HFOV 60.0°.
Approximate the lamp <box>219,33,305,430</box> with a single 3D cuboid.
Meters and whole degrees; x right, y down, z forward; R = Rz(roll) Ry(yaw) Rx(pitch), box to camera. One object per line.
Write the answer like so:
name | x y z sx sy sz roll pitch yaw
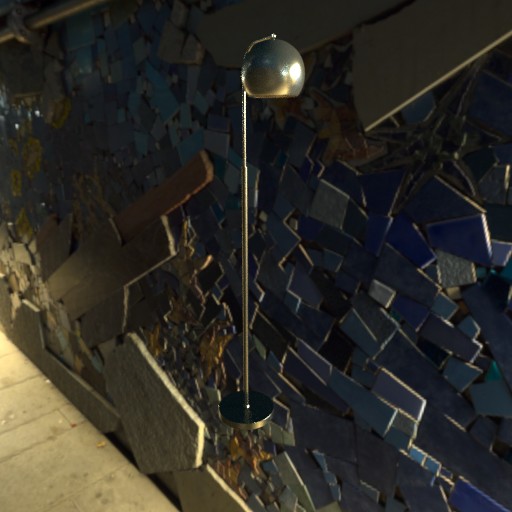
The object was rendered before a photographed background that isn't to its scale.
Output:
lamp | 0.000 0.000 1.715 0.250 1.526 0.431 -9 19 -28
